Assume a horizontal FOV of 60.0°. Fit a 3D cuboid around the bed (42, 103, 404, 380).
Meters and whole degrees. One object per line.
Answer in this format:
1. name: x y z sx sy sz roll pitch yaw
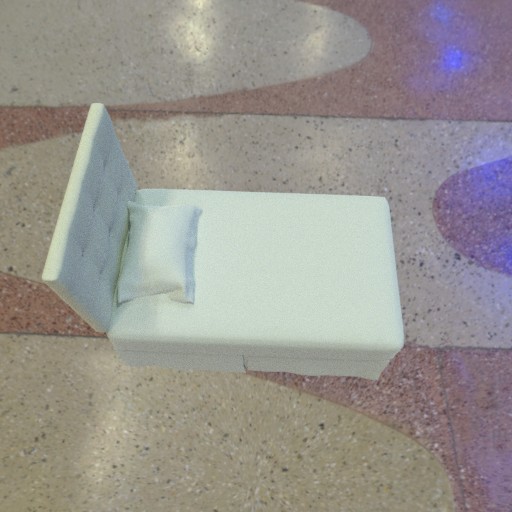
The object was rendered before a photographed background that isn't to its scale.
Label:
1. bed: 0.000 0.000 2.992 1.997 1.571 1.261 2 63 1
